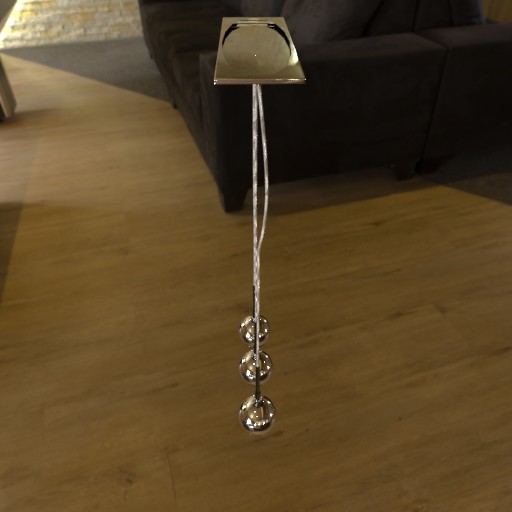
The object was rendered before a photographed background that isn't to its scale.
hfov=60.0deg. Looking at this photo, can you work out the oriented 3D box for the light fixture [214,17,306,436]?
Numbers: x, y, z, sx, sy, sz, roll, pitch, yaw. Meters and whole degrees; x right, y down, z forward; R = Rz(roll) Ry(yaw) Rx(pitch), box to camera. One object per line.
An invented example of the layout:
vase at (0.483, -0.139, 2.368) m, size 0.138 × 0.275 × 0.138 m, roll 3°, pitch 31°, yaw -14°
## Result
light fixture at (0.000, 0.000, 1.580) m, size 0.188 × 1.408 × 0.623 m, roll -1°, pitch 39°, yaw -1°
